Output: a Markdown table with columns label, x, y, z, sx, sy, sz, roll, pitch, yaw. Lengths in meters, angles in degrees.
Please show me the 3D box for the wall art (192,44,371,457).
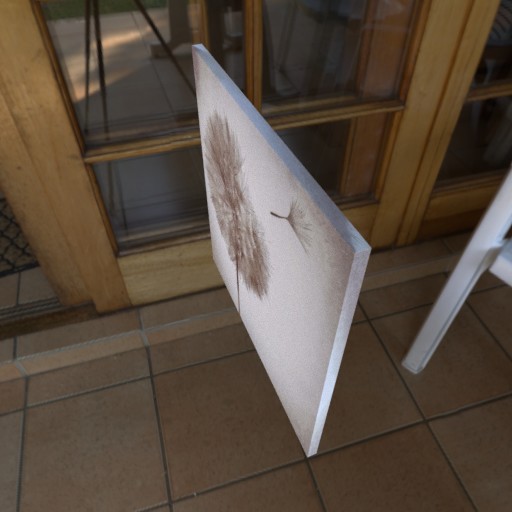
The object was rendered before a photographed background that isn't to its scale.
| label | x | y | z | sx | sy | sz | roll | pitch | yaw |
| --- | --- | --- | --- | --- | --- | --- | --- | --- | --- |
| wall art | 0.000 | 0.000 | 1.118 | 0.027 | 0.762 | 0.762 | -17 | 49 | -15 |
